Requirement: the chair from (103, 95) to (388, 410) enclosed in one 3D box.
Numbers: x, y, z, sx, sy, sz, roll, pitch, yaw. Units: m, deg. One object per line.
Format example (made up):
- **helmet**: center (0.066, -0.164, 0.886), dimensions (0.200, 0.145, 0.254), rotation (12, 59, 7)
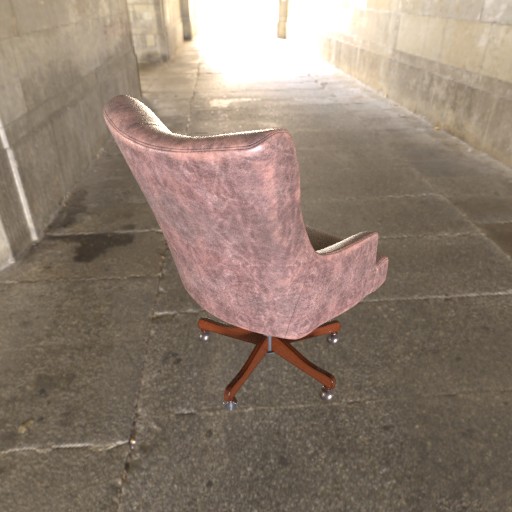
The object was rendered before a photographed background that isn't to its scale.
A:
- **chair**: center (0.000, 0.000, 1.480), dimensions (0.641, 1.035, 0.762), rotation (23, 38, 34)
